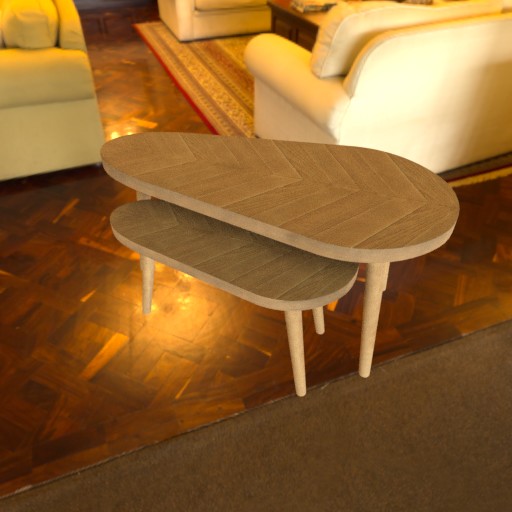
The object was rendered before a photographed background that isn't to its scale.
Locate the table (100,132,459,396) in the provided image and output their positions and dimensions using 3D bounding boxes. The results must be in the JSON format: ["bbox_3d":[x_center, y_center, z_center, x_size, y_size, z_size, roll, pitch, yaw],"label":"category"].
[{"bbox_3d":[0.000,0.000,1.569,1.190,0.595,0.701,13,43,14],"label":"table"}]
